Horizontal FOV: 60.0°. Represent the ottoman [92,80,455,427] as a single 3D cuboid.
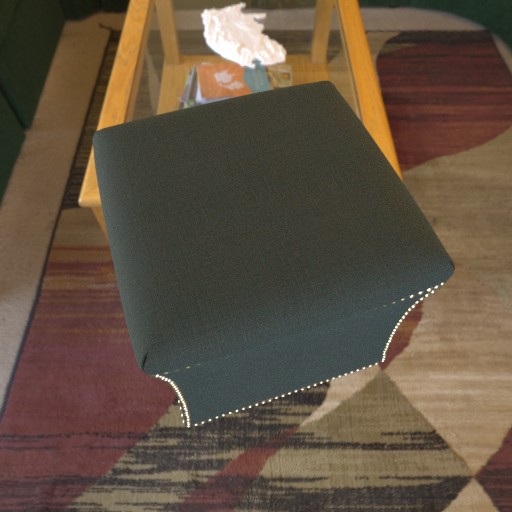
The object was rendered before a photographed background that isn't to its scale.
[{"bbox_3d":[0.000,0.000,0.915,0.507,0.475,0.497,-16,59,-10],"label":"ottoman"}]
